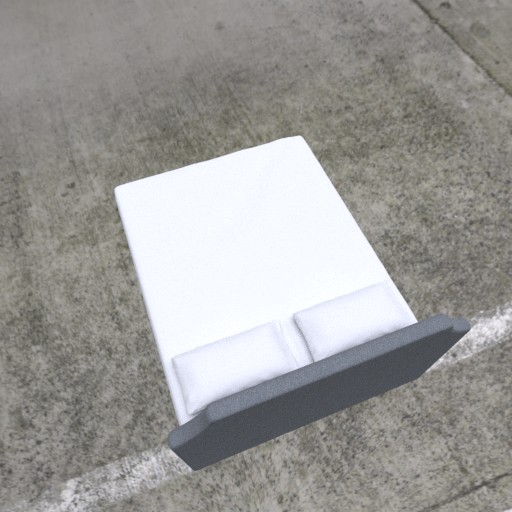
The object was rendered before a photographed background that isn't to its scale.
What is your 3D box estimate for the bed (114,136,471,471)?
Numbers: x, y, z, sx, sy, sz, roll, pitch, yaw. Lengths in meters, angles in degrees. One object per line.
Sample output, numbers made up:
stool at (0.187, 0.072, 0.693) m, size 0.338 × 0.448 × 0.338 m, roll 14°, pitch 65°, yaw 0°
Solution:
bed at (0.000, 0.000, 3.251) m, size 1.811 × 1.296 × 2.259 m, roll -18°, pitch 60°, yaw -11°
